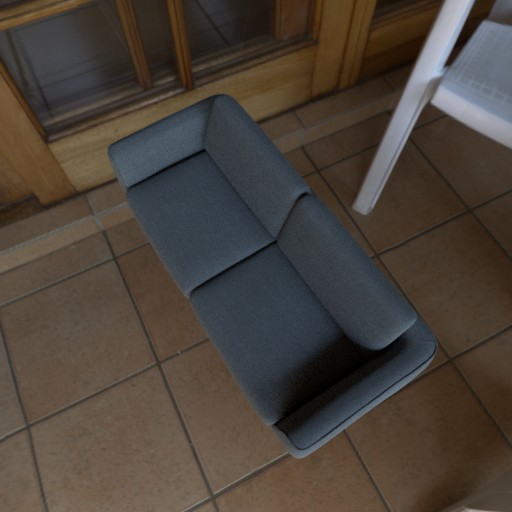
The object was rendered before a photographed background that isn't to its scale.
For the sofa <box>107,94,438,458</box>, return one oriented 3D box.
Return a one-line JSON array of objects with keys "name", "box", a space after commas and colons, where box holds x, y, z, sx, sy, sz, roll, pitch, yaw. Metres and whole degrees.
[{"name": "sofa", "box": [0.000, 0.000, 2.510, 0.920, 0.850, 2.000, -30, 68, -14]}]
